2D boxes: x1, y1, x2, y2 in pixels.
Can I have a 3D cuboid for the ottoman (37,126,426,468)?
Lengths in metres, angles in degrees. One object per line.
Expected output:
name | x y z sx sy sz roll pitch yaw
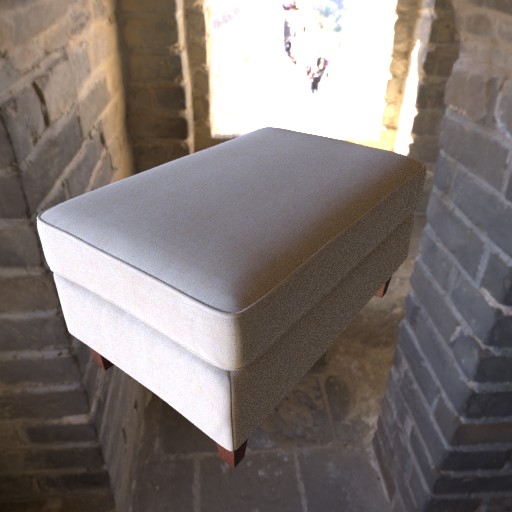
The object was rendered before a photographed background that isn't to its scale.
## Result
ottoman | 0.000 0.000 1.189 0.583 0.484 0.862 22 38 31
